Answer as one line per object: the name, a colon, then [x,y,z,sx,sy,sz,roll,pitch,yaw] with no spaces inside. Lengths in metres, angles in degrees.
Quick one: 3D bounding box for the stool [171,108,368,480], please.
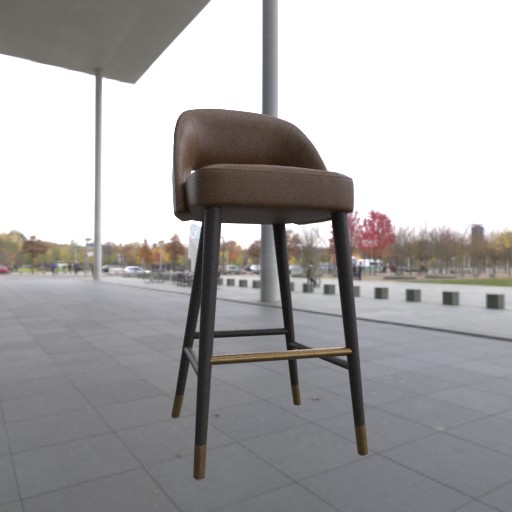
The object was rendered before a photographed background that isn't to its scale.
stool: [0.000,0.000,1.325,0.494,1.037,0.509,0,-1,-18]
